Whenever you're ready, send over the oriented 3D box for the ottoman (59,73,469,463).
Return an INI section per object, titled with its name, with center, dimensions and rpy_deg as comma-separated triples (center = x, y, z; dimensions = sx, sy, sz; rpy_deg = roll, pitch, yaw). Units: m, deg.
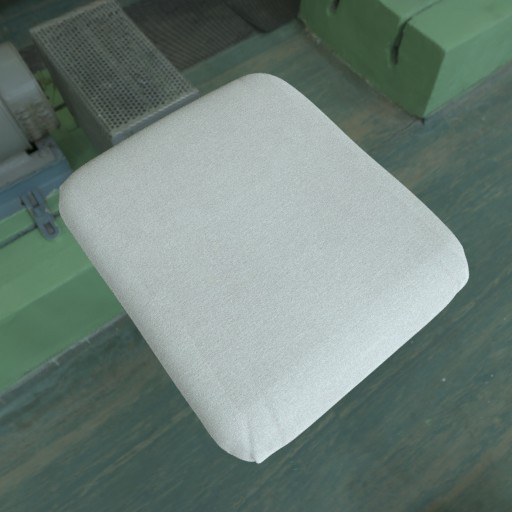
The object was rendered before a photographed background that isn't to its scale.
[ottoman]
center = 0.000, 0.000, 1.079
dimensions = 0.639, 0.450, 0.746
rpy_deg = -35, 69, -16
